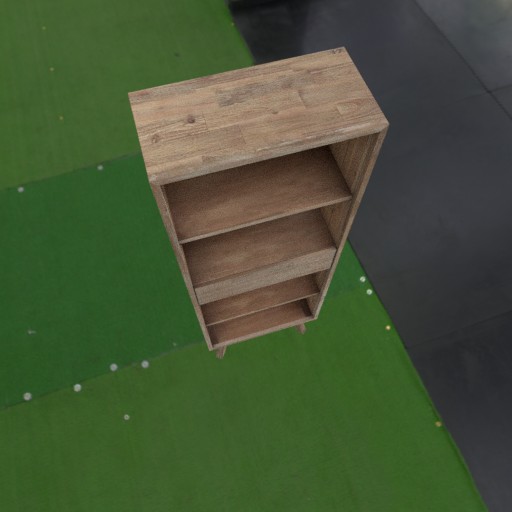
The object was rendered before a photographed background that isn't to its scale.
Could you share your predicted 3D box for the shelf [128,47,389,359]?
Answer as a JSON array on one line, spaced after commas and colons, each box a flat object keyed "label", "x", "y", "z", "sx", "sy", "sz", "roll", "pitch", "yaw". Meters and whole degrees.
[{"label": "shelf", "x": 0.000, "y": 0.000, "z": 1.512, "sx": 0.491, "sy": 1.342, "sz": 0.267, "roll": -15, "pitch": 64, "yaw": -8}]
